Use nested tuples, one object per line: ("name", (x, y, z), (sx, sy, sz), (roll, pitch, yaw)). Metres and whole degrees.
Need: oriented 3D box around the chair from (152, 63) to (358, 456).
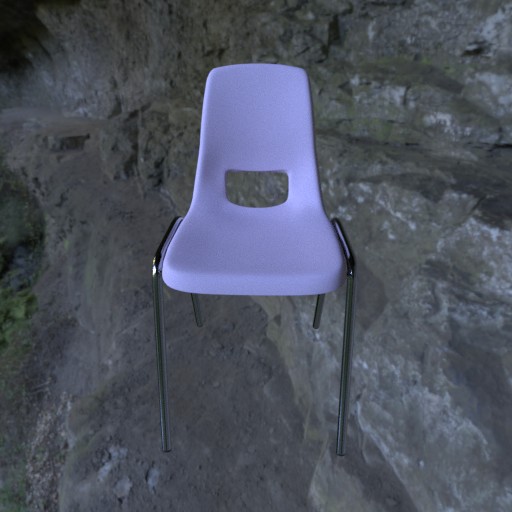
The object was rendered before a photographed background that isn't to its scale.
("chair", (0.000, 0.000, 0.932), (0.381, 0.704, 0.436), (1, 29, 1))
